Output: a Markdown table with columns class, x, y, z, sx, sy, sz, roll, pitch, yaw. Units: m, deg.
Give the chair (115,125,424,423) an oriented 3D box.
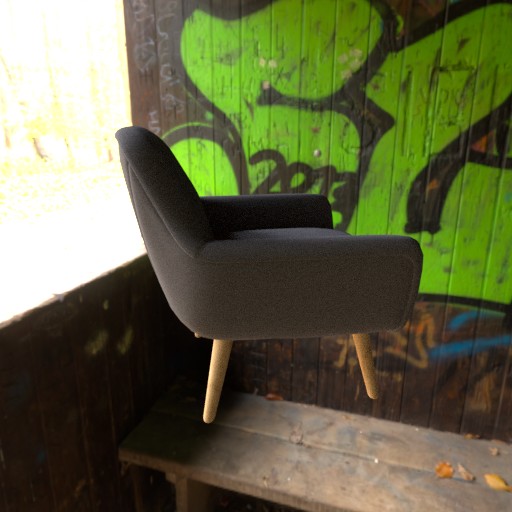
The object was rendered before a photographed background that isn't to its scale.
| class | x | y | z | sx | sy | sz | roll | pitch | yaw |
| --- | --- | --- | --- | --- | --- | --- | --- | --- | --- |
| chair | 0.000 | 0.000 | 1.417 | 0.779 | 0.800 | 0.770 | -3 | 17 | -10 |
